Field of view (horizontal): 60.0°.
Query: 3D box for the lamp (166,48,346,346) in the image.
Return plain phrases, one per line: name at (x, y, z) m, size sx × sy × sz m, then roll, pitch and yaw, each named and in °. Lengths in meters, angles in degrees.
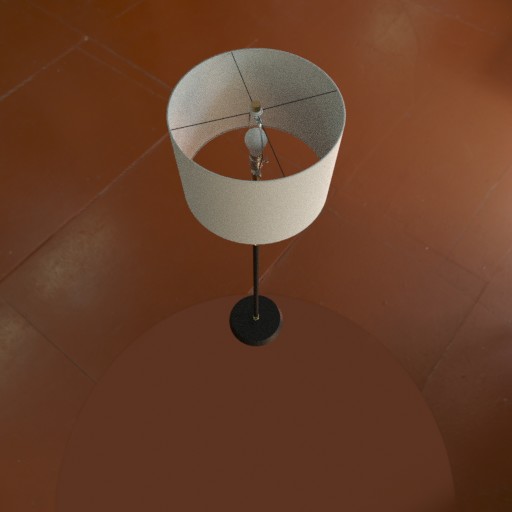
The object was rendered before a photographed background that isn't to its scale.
lamp at (0.000, 0.000, 1.666) m, size 0.404 × 1.517 × 0.404 m, roll -16°, pitch 65°, yaw -8°
